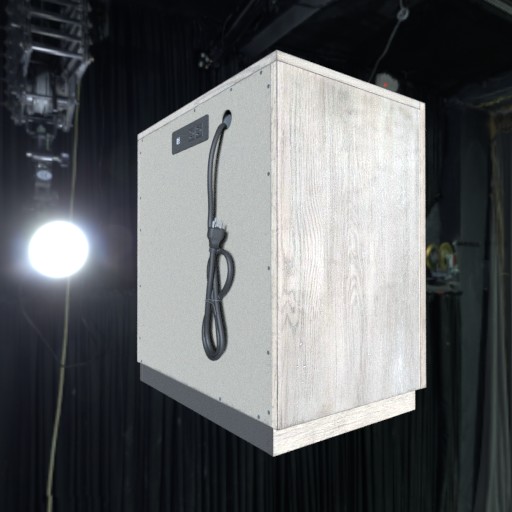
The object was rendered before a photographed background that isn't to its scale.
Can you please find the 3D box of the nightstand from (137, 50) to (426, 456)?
[{"bbox_3d":[0.000,0.000,1.079,0.483,0.673,0.612,0,-1,-36],"label":"nightstand"}]
